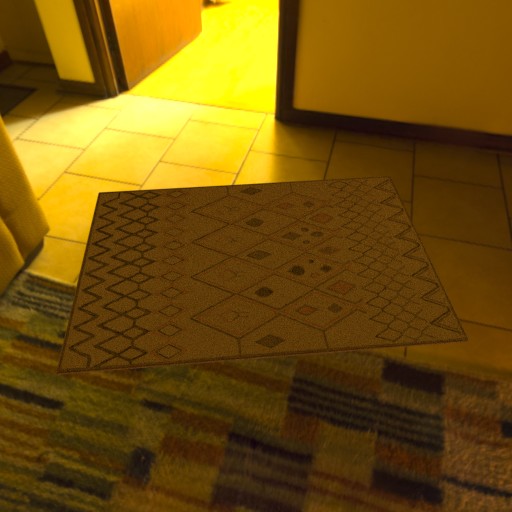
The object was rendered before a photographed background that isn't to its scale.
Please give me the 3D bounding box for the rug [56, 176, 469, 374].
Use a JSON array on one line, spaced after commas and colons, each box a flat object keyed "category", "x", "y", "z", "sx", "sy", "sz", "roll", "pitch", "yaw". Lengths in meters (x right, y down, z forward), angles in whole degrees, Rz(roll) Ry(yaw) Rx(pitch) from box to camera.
[{"category": "rug", "x": 0.000, "y": 0.000, "z": 2.364, "sx": 1.829, "sy": 0.016, "sz": 1.219, "roll": -4, "pitch": 48, "yaw": -3}]
